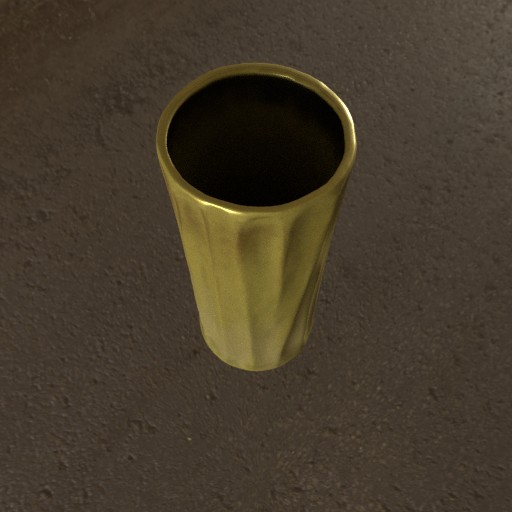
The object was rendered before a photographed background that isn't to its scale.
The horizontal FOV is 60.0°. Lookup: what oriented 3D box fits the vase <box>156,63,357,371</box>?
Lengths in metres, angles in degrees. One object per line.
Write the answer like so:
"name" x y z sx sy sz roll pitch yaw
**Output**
"vase" 0.000 0.000 0.178 0.061 0.143 0.061 0 63 0
